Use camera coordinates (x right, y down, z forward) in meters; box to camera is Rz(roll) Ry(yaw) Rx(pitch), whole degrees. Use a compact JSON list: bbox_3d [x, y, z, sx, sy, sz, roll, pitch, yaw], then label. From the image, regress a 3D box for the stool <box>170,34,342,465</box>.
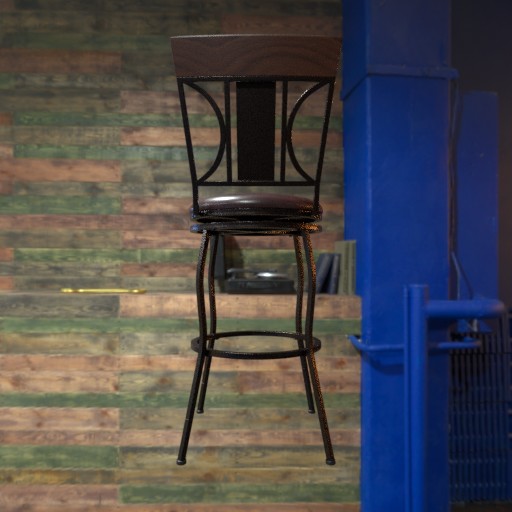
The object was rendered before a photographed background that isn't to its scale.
[{"bbox_3d":[0.000,0.000,1.373,0.448,1.130,0.513,0,-1,0],"label":"stool"}]
